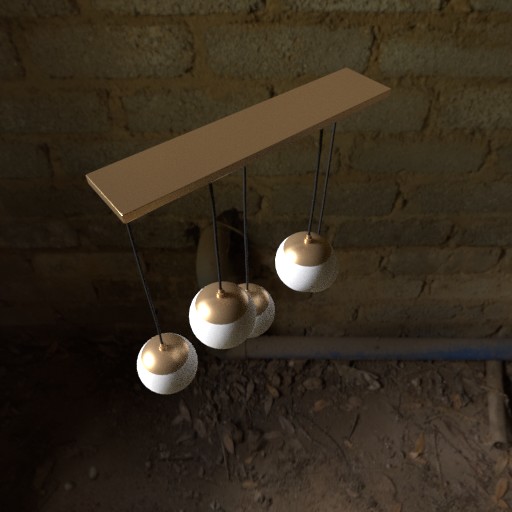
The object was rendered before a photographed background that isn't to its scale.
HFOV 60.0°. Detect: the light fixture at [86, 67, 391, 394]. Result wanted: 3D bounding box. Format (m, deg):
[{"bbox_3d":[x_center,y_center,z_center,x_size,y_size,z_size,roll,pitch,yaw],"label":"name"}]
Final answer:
[{"bbox_3d":[0.000,0.000,1.331,0.863,0.869,0.299,-31,55,-25],"label":"light fixture"}]
